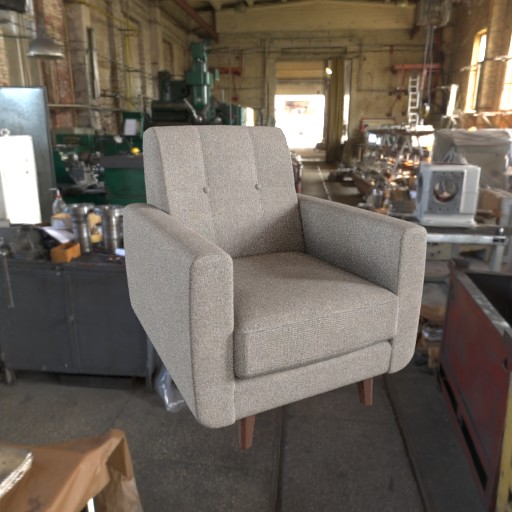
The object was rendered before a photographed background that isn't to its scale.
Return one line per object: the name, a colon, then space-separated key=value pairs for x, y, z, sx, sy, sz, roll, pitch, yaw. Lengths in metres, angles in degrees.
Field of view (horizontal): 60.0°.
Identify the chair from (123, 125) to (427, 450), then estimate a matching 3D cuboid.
chair: x=0.000 y=0.000 z=1.702 sx=0.845 sy=0.968 sz=0.942 roll=-8 pitch=18 yaw=-26
